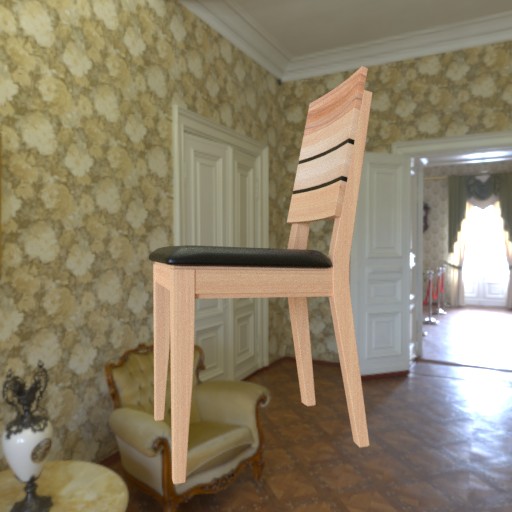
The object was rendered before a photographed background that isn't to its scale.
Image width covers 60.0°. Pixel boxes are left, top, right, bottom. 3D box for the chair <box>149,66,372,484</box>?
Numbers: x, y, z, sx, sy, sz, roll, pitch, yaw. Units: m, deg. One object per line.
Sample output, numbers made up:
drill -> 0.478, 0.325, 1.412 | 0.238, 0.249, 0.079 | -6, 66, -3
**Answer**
chair -> 0.000, 0.000, 1.169 | 0.520, 0.940, 0.410 | 0, 1, -19
